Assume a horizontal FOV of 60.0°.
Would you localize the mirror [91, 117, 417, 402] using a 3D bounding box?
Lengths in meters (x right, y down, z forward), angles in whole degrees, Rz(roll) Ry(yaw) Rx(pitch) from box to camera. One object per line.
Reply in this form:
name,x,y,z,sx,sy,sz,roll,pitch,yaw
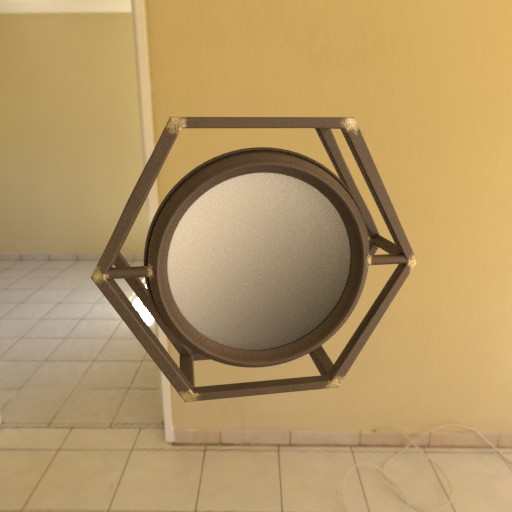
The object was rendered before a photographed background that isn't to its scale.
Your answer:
mirror,0.000,0.000,0.561,0.380,0.334,0.119,-3,17,-9
